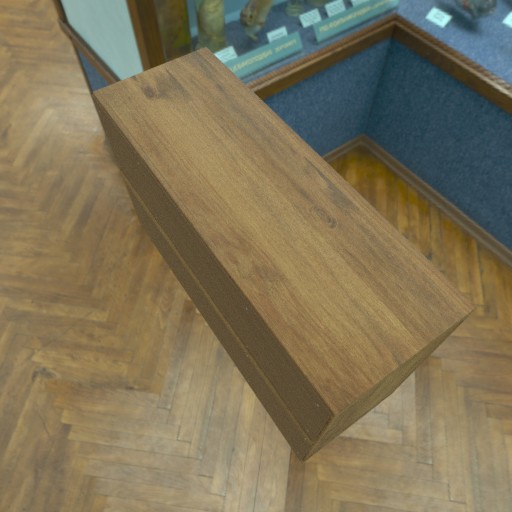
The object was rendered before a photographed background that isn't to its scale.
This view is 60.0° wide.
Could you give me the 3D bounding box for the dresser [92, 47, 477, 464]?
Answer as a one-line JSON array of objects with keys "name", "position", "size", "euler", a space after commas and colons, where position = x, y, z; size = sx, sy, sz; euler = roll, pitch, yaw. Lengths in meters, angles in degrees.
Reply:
[{"name": "dresser", "position": [0.000, 0.000, 1.622], "size": [0.479, 0.825, 1.261], "euler": [-30, 63, -17]}]
